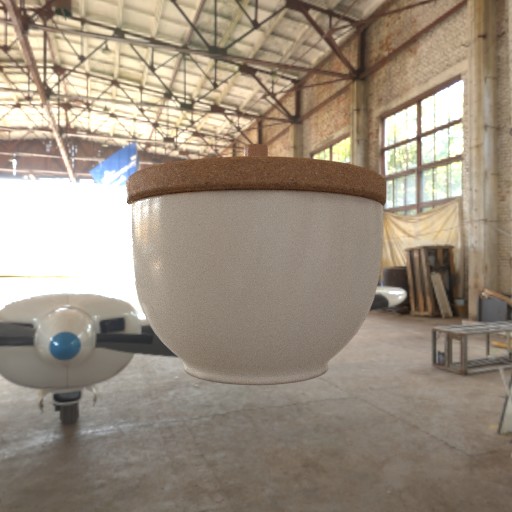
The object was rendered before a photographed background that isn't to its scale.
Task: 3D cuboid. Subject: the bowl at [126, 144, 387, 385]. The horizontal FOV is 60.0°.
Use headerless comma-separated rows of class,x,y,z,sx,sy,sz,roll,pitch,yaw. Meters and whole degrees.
bowl,0.000,0.000,0.223,0.126,0.110,0.126,0,-1,0
